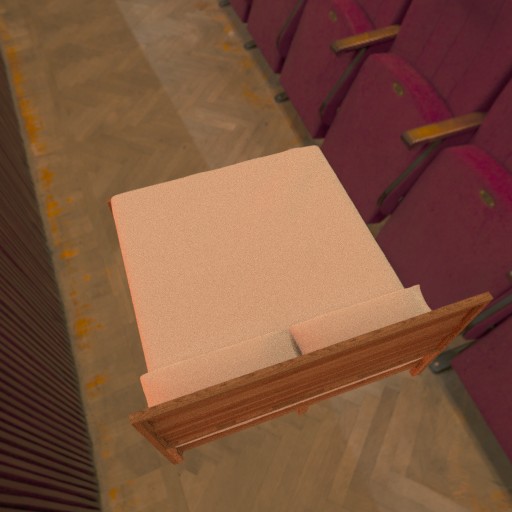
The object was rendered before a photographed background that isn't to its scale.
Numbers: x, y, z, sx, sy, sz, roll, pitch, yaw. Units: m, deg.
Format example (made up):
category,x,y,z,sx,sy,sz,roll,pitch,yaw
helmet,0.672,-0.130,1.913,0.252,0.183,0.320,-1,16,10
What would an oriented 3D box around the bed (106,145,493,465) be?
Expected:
category,x,y,z,sx,sy,sz,roll,pitch,yaw
bed,0.000,0.000,3.366,2.013,1.295,2.184,-16,59,-10
